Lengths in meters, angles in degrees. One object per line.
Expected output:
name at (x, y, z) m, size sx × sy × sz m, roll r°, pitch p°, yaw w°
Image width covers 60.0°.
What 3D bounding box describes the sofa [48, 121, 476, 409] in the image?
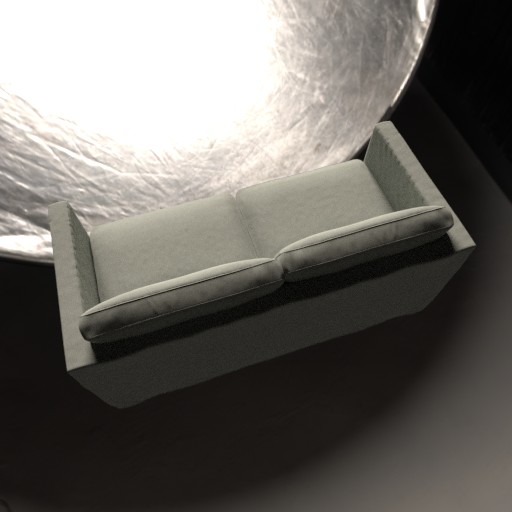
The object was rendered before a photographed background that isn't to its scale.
sofa at (0.000, 0.000, 2.458) m, size 1.987 × 0.870 × 0.940 m, roll -16°, pitch 61°, yaw -9°
